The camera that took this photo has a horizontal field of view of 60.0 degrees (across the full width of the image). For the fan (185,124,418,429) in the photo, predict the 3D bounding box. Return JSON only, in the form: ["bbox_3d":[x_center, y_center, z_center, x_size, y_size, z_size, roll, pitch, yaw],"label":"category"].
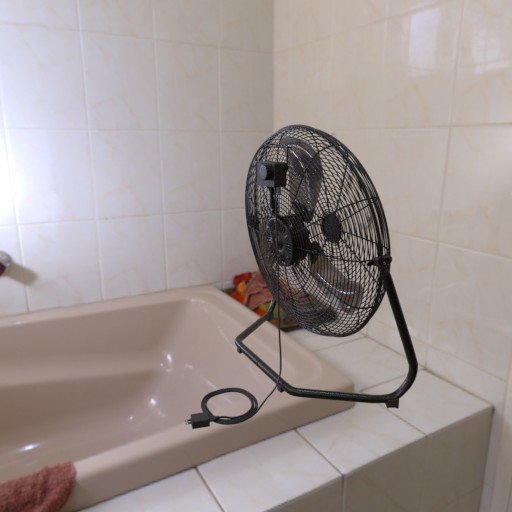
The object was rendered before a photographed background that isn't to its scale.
[{"bbox_3d":[0.000,0.000,0.953,0.424,0.546,0.555,-7,16,-27],"label":"fan"}]
